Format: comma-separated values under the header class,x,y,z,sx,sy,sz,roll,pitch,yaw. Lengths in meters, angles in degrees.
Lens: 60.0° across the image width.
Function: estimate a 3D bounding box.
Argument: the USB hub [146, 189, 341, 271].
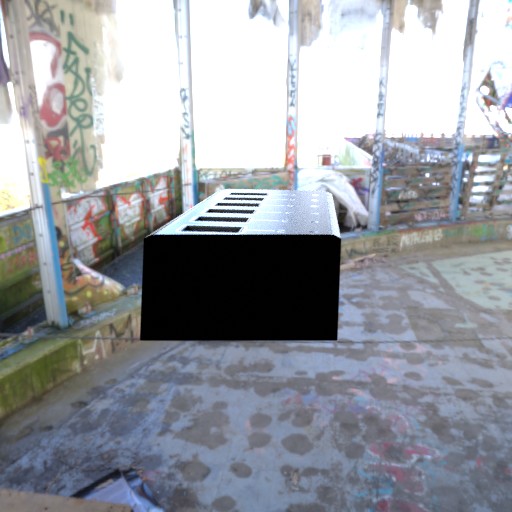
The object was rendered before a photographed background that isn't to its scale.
class,x,y,z,sx,sy,sz,roll,pitch,yaw
USB hub,0.000,0.000,0.125,0.044,0.023,0.110,2,16,7
